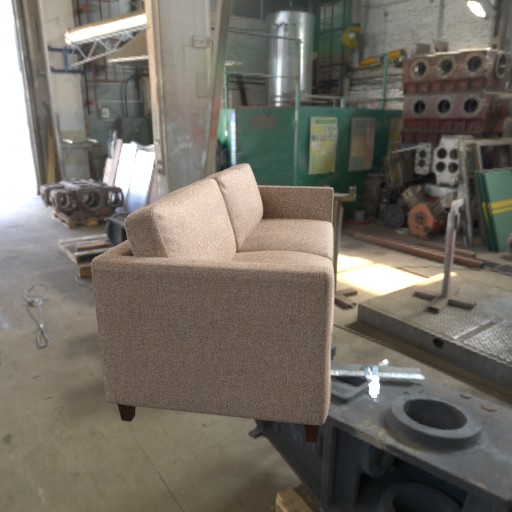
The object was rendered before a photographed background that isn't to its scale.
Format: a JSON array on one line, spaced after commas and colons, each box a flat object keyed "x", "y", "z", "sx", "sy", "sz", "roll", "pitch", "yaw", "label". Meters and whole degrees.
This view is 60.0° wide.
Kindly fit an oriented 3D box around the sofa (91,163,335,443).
[{"x": 0.000, "y": 0.000, "z": 2.715, "sx": 0.951, "sy": 0.965, "sz": 2.208, "roll": 3, "pitch": 17, "yaw": 9, "label": "sofa"}]
